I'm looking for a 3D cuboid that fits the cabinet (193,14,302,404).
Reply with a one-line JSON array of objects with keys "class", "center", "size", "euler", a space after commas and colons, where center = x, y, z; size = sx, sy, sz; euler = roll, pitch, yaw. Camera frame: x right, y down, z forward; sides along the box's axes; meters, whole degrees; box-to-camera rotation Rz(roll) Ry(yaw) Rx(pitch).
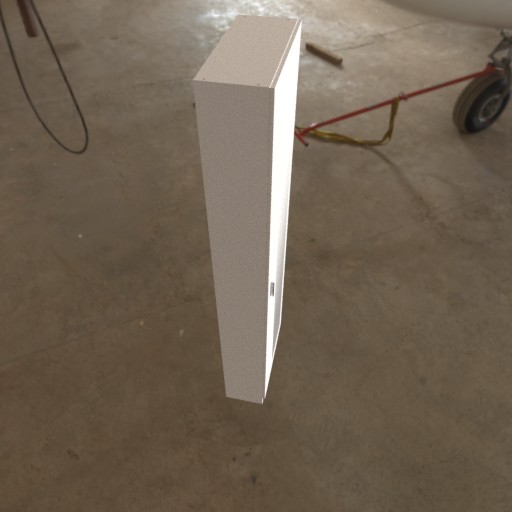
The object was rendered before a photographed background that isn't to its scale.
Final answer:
[{"class": "cabinet", "center": [0.000, 0.000, 1.953], "size": [0.230, 1.790, 0.500], "euler": [9, 47, 8]}]
